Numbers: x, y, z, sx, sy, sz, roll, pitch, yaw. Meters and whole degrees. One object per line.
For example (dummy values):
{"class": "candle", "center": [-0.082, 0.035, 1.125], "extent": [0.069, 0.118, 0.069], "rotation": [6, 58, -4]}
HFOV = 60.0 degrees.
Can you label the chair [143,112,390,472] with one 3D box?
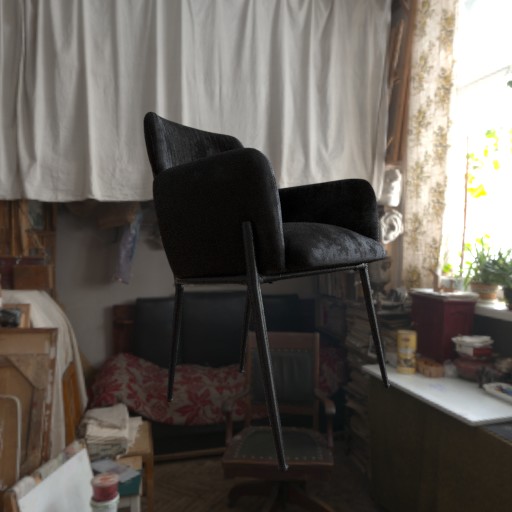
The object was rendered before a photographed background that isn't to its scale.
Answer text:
{"class": "chair", "center": [0.000, 0.000, 1.262], "extent": [0.604, 0.818, 0.640], "rotation": [2, 3, 35]}
